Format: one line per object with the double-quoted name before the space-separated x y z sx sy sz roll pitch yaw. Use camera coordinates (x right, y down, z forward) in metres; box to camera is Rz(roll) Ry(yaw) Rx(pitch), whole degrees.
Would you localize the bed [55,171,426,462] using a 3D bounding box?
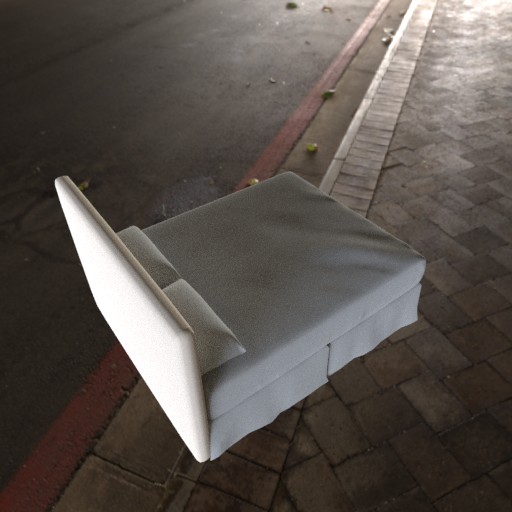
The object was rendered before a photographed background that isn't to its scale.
"bed" 0.000 0.000 3.334 2.142 1.330 1.748 -26 48 -27
